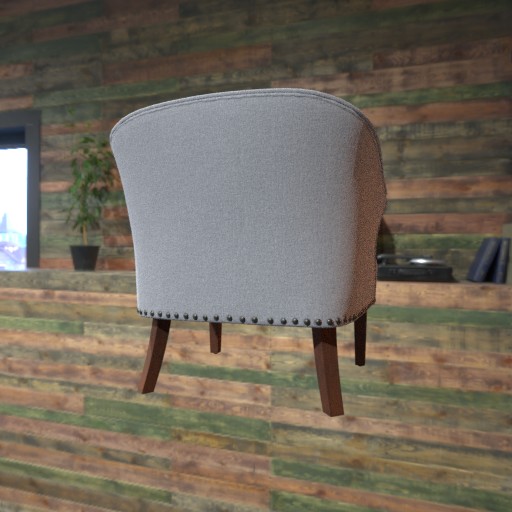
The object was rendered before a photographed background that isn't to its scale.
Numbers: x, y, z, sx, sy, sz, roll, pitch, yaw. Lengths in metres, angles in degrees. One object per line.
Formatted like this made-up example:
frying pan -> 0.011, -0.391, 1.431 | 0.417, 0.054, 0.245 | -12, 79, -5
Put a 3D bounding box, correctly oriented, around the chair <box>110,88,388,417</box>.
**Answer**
chair -> 0.000, 0.000, 1.425 | 0.798, 0.815, 0.704 | 0, 1, 19
